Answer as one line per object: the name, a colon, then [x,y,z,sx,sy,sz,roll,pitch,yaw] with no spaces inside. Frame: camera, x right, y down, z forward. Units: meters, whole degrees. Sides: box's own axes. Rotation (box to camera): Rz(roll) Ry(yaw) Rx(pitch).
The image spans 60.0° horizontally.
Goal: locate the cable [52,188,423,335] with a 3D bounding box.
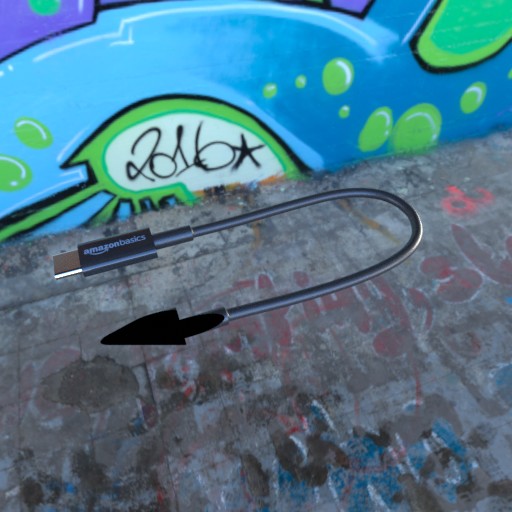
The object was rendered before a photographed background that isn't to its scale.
cable: [0.000,0.000,0.115,0.098,0.006,0.040,-16,48,-15]
